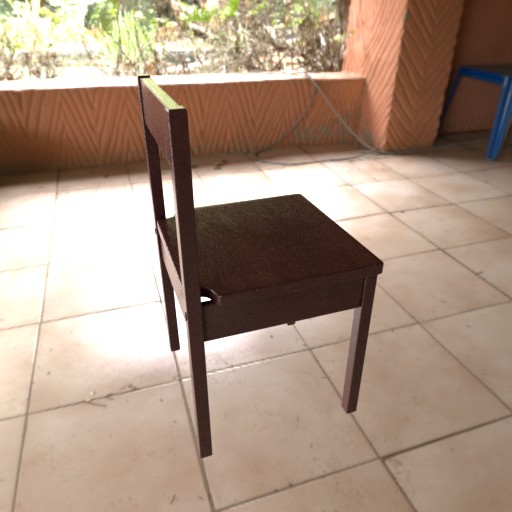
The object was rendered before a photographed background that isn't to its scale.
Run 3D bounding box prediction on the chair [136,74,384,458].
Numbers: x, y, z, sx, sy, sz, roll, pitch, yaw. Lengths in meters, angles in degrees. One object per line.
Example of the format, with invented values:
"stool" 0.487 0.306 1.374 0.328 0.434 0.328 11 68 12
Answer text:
"chair" 0.000 0.000 0.909 0.361 0.668 0.367 -10 31 -17
